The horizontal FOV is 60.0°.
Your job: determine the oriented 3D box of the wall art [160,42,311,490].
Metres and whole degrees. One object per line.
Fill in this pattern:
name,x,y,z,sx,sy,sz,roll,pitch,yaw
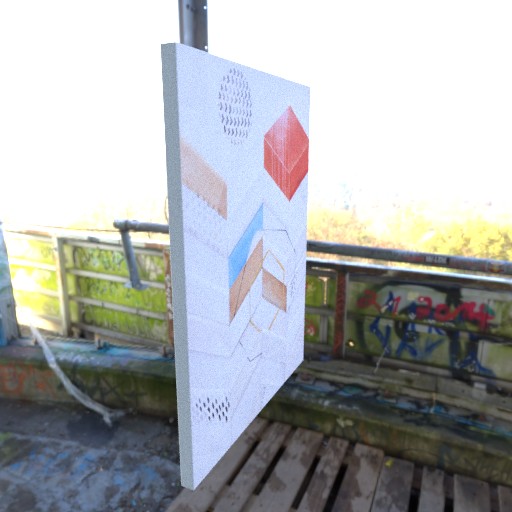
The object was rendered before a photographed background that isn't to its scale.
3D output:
wall art,0.000,0.000,1.566,0.046,1.221,0.914,7,16,26
